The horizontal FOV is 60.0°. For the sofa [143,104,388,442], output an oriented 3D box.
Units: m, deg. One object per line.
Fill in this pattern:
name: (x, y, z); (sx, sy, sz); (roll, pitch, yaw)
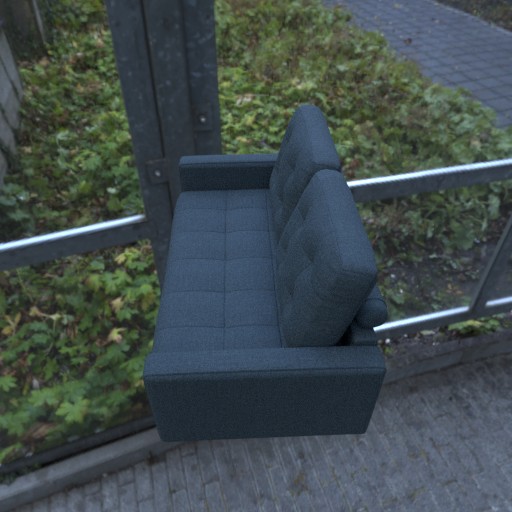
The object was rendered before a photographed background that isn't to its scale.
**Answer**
sofa: (0.000, 0.000, 1.992); (0.842, 0.907, 1.407); (-2, 42, -2)
